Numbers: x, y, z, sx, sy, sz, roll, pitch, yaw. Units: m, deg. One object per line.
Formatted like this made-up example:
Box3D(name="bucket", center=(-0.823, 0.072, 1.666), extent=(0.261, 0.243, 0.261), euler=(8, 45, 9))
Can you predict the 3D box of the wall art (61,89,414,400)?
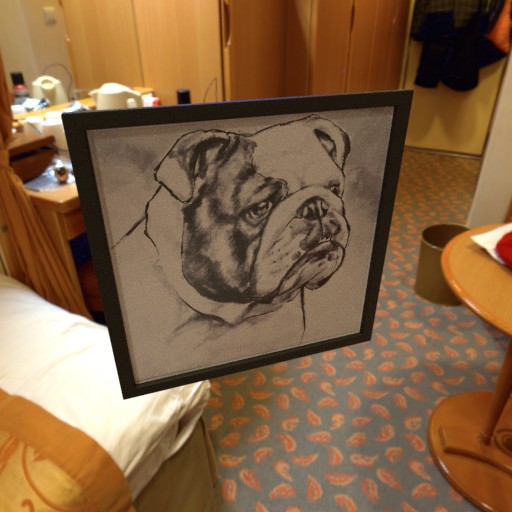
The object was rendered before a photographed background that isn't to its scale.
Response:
Box3D(name="wall art", center=(0.000, 0.000, 0.972), extent=(0.663, 0.659, 0.016), euler=(-10, 32, -16))
